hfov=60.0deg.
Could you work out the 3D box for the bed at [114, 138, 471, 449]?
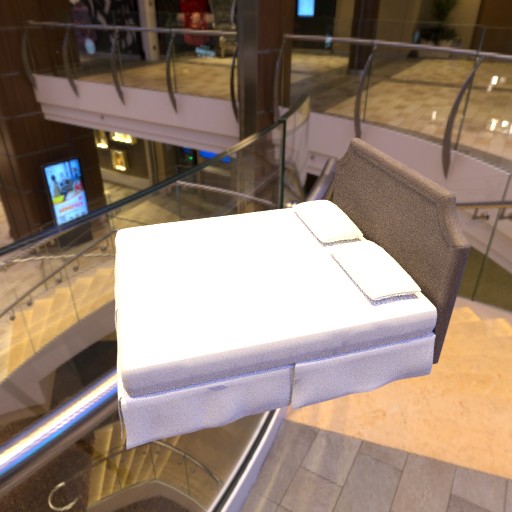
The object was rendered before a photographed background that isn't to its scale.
[{"bbox_3d":[0.000,0.000,4.168,2.773,1.590,2.350,-8,32,-14],"label":"bed"}]
